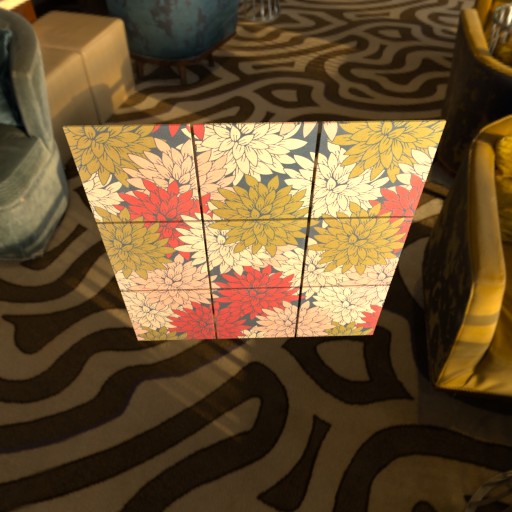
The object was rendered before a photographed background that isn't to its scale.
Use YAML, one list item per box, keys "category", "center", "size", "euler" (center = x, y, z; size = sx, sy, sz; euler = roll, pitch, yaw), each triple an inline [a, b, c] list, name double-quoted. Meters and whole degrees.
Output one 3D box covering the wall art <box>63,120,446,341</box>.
- category: "wall art"
  center: [0.000, 0.000, 2.317]
  size: [1.519, 1.534, 0.013]
  euler: [-1, 47, -1]
